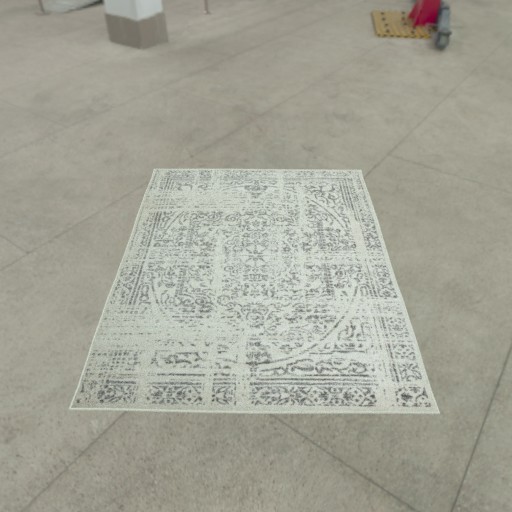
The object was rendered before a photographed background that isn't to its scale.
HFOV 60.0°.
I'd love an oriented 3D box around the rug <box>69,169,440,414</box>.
[{"bbox_3d":[0.000,0.000,3.824,2.311,0.032,2.921,0,41,0],"label":"rug"}]
